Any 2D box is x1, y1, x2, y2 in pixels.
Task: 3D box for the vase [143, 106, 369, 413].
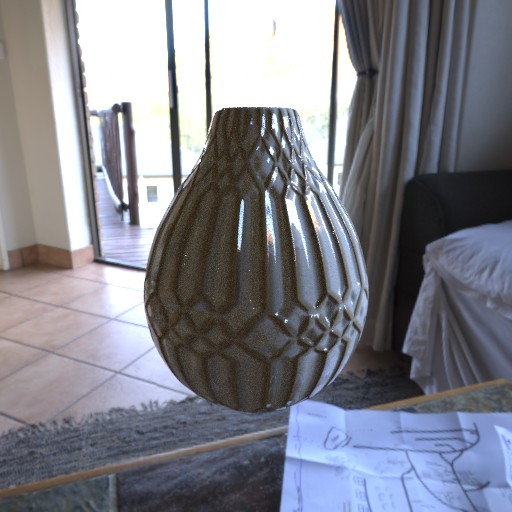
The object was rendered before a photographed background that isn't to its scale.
[{"bbox_3d":[0.000,0.000,0.316,0.159,0.200,0.159,0,16,0],"label":"vase"}]
